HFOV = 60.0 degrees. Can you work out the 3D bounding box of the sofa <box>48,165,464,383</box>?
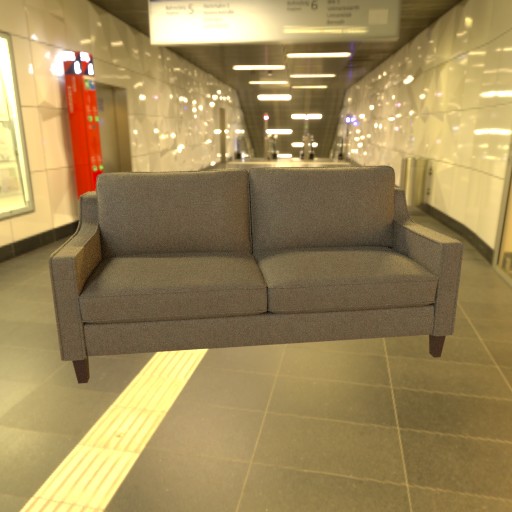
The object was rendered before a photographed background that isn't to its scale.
[{"bbox_3d":[0.000,0.000,2.807,2.181,1.074,1.073,-2,16,-8],"label":"sofa"}]
